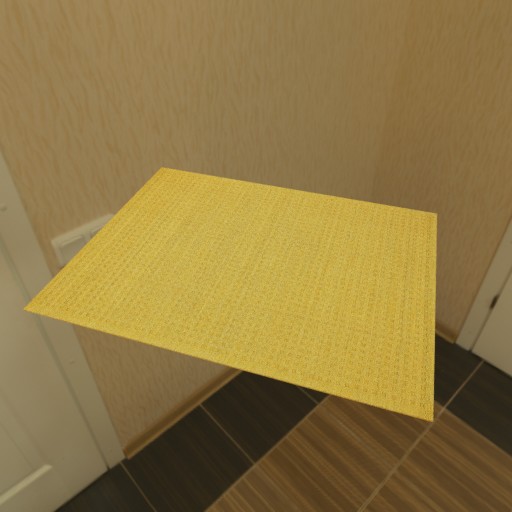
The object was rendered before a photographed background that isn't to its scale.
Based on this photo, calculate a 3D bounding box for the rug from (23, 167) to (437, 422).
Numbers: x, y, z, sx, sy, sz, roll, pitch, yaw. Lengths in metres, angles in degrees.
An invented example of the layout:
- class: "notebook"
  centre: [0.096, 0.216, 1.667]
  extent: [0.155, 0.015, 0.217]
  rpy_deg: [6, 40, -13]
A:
- class: "rug"
  centre: [0.000, 0.000, 4.190]
  extent: [3.242, 0.015, 2.486]
  rpy_deg: [12, 42, 13]
